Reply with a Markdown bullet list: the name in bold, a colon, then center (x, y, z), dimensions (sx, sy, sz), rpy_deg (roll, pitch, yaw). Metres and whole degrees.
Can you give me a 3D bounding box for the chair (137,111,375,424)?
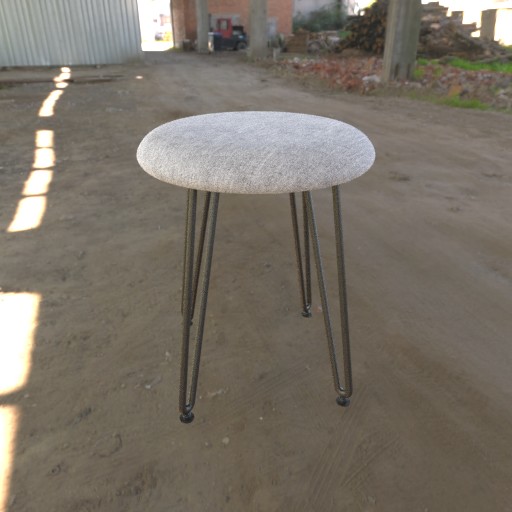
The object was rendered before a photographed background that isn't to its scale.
- **chair**: center (0.000, 0.000, 0.661), dimensions (0.350, 0.386, 0.350), rpy_deg (19, 32, 33)
